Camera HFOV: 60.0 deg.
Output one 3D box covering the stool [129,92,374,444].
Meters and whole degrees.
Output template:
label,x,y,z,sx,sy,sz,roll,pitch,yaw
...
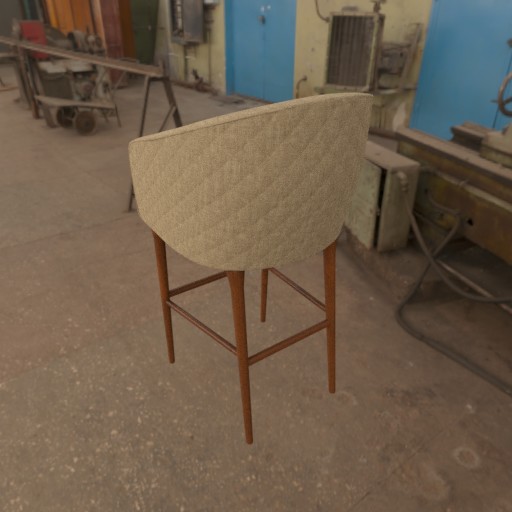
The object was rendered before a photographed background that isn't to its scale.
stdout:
label,x,y,z,sx,sy,sz,roll,pitch,yaw
stool,0.000,0.000,1.447,0.559,1.078,0.607,-19,35,-30
